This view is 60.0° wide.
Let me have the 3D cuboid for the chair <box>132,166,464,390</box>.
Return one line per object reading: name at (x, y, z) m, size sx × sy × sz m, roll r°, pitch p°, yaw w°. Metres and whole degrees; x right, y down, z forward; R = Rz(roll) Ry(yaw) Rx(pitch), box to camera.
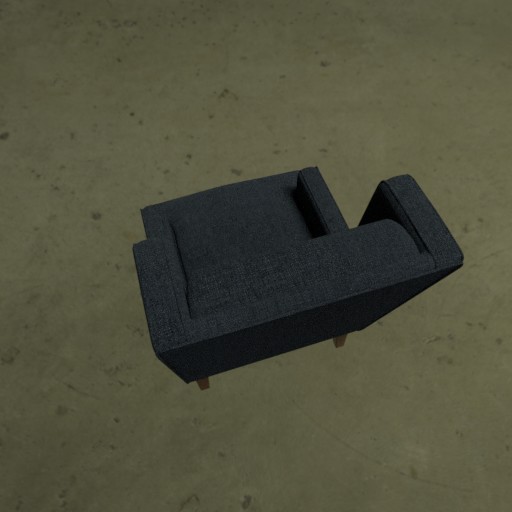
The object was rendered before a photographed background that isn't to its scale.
chair at (0.000, 0.000, 1.671) m, size 0.764 × 1.072 × 0.947 m, roll -15°, pitch 59°, yaw -9°
